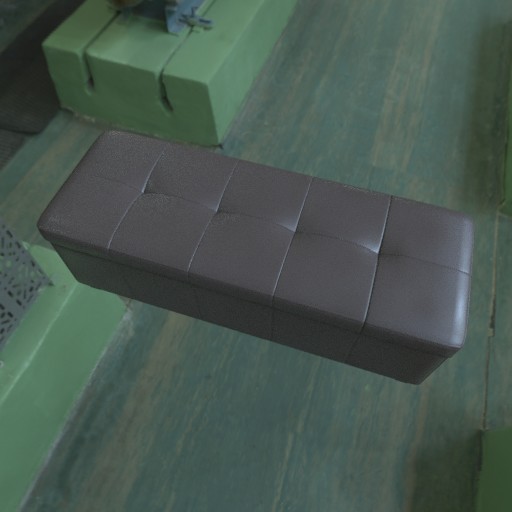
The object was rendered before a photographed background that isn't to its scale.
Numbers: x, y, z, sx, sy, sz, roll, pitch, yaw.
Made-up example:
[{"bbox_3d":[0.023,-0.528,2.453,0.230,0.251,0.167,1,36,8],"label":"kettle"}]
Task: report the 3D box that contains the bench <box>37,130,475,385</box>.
[{"bbox_3d":[0.000,0.000,1.443,1.219,0.417,0.450,15,59,9],"label":"bench"}]
